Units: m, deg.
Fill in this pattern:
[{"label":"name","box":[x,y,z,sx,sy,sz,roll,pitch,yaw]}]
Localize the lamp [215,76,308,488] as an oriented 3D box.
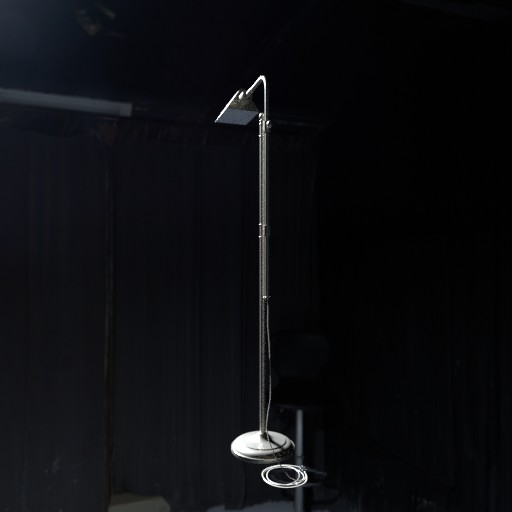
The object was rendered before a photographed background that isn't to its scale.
[{"label":"lamp","box":[0.000,0.000,1.889,0.256,1.571,0.813,0,0,-19]}]
